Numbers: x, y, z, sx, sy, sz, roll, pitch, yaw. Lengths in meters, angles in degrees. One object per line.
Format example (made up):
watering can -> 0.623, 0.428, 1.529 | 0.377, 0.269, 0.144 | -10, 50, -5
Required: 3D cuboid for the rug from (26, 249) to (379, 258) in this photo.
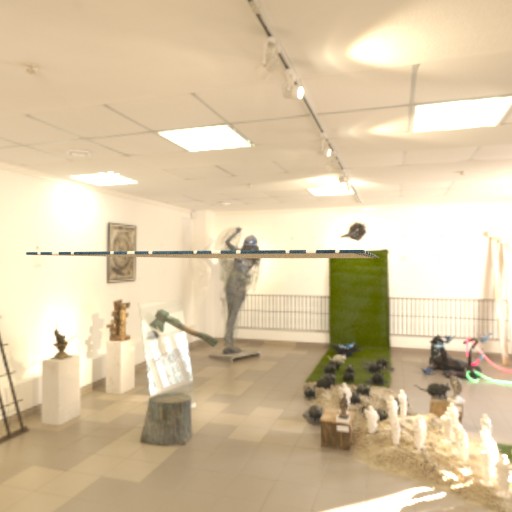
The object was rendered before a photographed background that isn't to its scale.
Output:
rug -> 0.000, 0.000, 2.207 | 1.143, 0.010, 1.753 | 0, -1, 17
